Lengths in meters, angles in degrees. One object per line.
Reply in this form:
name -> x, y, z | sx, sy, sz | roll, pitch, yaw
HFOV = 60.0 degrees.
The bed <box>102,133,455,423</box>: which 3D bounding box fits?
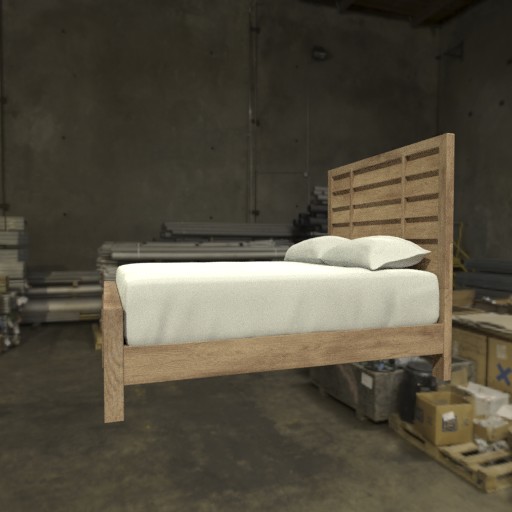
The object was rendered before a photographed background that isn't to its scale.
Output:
bed -> 0.000, 0.000, 3.339 | 2.197, 1.626, 1.626 | -1, 2, -19
